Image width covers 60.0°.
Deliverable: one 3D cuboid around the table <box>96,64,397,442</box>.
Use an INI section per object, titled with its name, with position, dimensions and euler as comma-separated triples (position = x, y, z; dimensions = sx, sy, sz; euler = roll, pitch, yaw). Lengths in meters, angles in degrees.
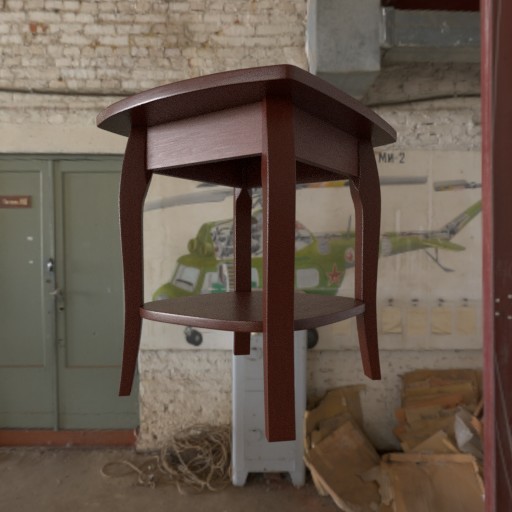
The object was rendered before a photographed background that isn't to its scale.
[table]
position = 0.000, 0.000, 0.848
dimensions = 0.433, 0.496, 0.502
euler = 1, 2, 35
